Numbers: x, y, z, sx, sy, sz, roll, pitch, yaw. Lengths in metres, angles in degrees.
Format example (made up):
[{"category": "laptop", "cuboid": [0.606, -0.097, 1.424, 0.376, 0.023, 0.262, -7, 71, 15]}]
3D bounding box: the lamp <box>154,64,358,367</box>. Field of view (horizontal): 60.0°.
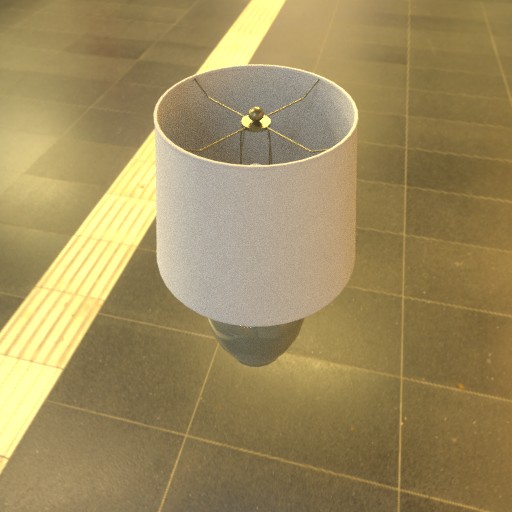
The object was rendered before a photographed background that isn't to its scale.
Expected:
[{"category": "lamp", "cuboid": [0.000, 0.000, 0.555, 0.239, 0.399, 0.239, 0, 47, 0]}]
